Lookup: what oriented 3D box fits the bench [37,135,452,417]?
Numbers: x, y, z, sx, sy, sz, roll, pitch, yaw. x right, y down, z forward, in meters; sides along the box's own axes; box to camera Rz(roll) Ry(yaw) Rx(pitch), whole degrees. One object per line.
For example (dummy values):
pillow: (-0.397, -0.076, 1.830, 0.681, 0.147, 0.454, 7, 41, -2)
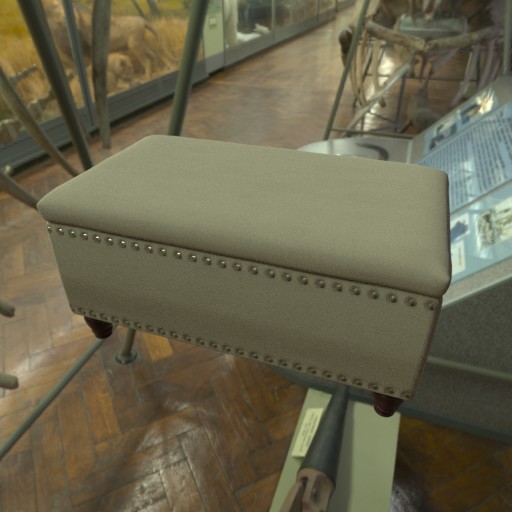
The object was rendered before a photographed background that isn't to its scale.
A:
bench: (0.000, 0.000, 1.179, 0.887, 0.449, 0.500, 11, 34, 16)
